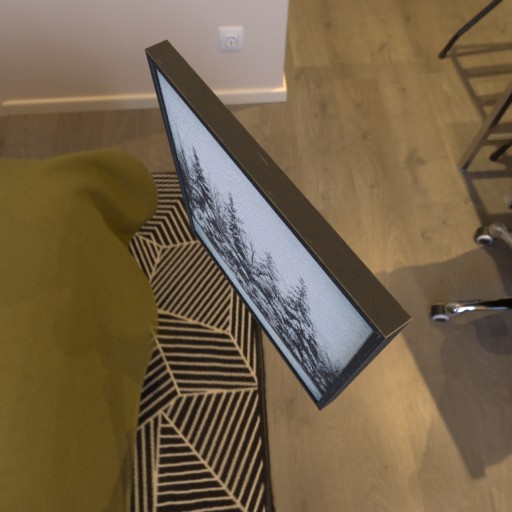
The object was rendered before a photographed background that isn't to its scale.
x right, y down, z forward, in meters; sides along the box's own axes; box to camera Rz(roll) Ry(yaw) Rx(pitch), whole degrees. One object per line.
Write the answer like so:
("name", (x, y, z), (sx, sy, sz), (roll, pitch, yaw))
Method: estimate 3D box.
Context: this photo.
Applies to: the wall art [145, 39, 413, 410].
("wall art", (0.000, 0.000, 0.759), (0.036, 0.506, 0.506), (-31, 67, -15))
